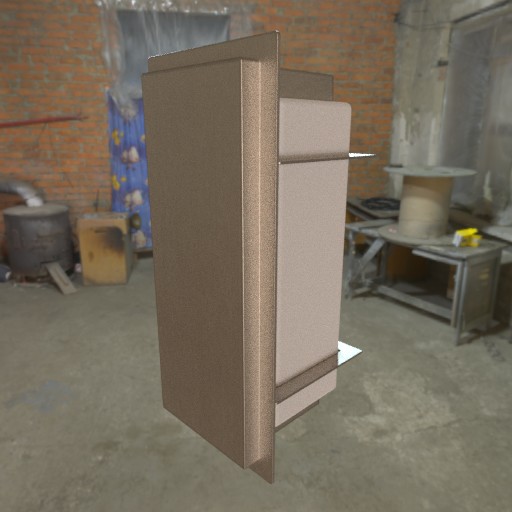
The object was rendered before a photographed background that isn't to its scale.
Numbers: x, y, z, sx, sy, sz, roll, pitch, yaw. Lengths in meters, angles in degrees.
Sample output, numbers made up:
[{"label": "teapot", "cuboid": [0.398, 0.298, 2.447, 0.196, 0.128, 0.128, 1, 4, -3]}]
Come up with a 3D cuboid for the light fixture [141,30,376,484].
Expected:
[{"label": "light fixture", "cuboid": [0.000, 0.000, 0.455, 0.160, 0.380, 0.168, -15, 22, -42]}]
